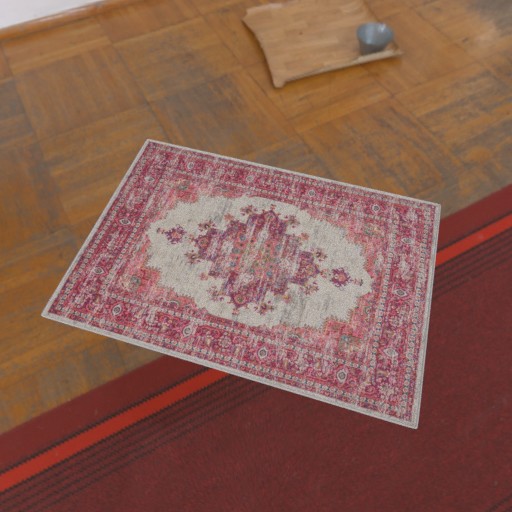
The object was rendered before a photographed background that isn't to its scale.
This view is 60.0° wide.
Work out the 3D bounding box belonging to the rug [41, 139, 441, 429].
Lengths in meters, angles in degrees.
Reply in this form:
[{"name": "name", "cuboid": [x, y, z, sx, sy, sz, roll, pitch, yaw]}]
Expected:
[{"name": "rug", "cuboid": [0.000, 0.000, 2.874, 2.232, 0.011, 1.555, 14, 59, 9]}]
